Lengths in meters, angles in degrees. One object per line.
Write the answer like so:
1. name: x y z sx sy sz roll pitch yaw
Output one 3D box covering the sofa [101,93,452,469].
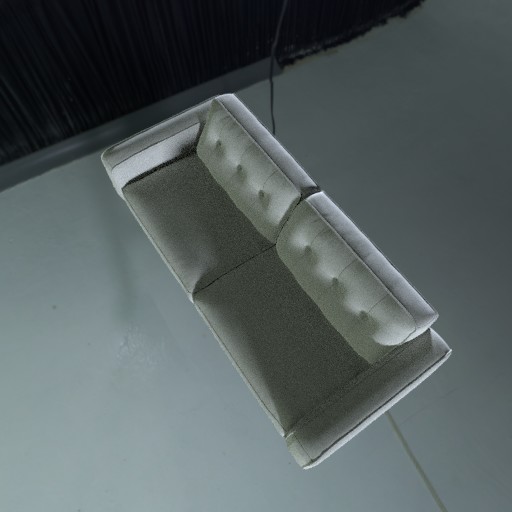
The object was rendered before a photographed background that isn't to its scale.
1. sofa: 0.000 0.000 2.737 0.956 0.781 2.270 -32 67 -15
